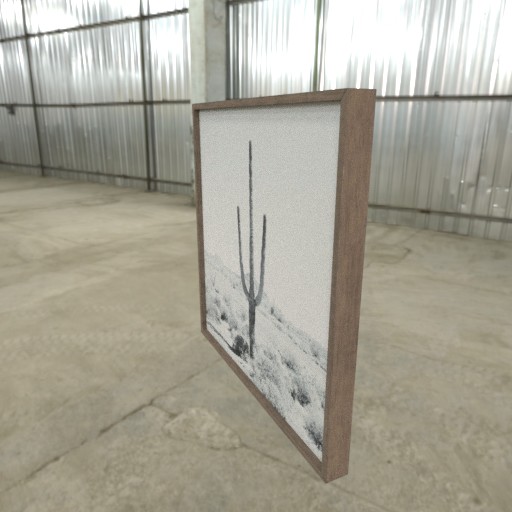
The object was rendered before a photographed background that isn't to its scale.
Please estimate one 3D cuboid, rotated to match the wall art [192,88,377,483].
[{"bbox_3d":[0.000,0.000,0.759,0.038,0.508,0.508,-8,19,-25],"label":"wall art"}]
